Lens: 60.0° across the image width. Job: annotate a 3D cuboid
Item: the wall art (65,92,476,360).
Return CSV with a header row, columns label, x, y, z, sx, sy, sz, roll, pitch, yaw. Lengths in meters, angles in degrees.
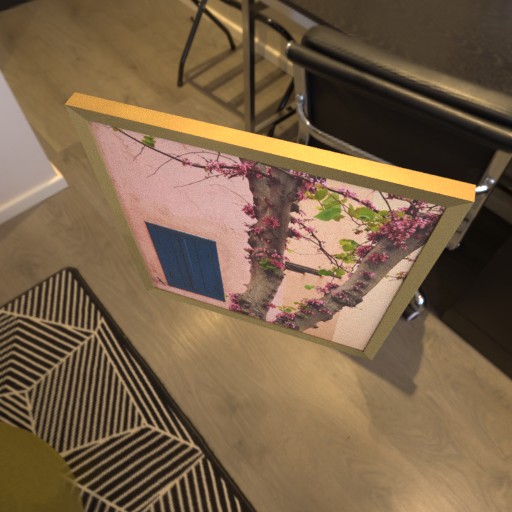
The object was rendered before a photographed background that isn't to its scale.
label,x,y,z,sx,sy,sz,roll,pitch,yaw
wall art,0.000,0.000,1.117,0.762,0.762,0.038,16,59,10
